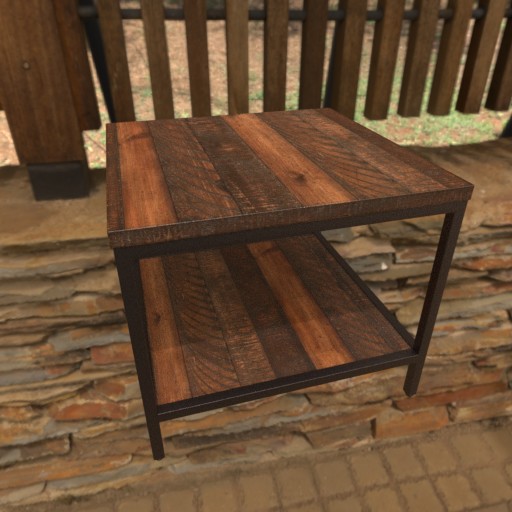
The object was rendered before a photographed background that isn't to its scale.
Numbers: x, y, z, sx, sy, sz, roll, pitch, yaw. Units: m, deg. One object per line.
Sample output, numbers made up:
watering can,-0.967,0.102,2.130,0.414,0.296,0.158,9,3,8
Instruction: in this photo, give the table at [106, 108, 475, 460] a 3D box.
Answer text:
table,0.000,0.000,0.975,0.553,0.482,0.548,-9,32,-14
